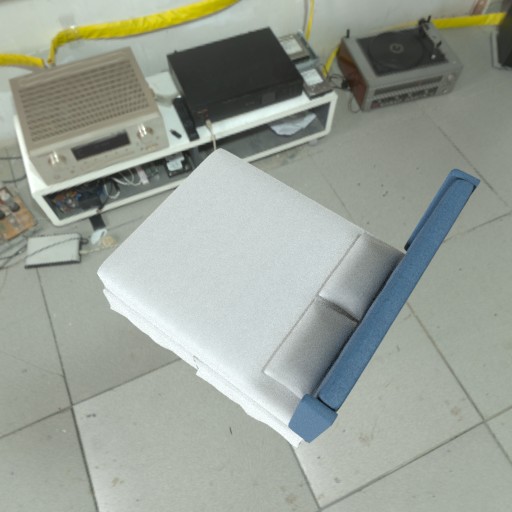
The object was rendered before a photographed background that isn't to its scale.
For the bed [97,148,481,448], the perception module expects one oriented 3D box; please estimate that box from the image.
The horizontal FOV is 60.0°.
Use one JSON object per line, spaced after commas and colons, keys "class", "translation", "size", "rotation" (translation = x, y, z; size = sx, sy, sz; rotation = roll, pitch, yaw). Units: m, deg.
{"class": "bed", "translation": [0.000, 0.000, 3.314], "size": [2.078, 1.665, 1.719], "rotation": [33, 67, 16]}
